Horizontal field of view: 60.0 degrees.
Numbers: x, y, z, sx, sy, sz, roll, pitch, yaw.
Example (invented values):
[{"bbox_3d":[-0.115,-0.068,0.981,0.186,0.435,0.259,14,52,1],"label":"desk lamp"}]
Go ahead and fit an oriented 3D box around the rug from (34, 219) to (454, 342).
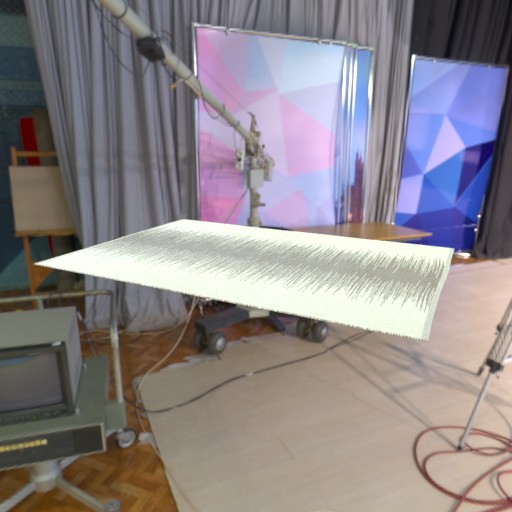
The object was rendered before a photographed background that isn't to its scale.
[{"bbox_3d":[0.000,0.000,2.288,1.815,0.007,1.226,8,18,26],"label":"rug"}]
